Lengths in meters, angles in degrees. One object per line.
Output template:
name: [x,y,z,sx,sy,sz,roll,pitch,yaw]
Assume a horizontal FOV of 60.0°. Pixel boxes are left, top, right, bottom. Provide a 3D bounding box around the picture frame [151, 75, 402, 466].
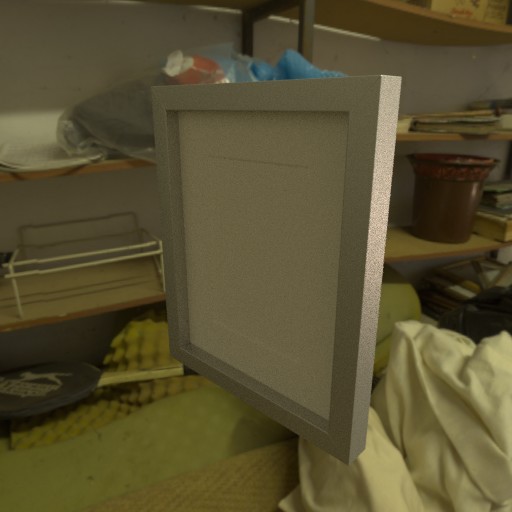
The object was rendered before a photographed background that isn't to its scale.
picture frame: [0.000,0.000,0.387,0.233,0.282,0.036,17,25,41]
